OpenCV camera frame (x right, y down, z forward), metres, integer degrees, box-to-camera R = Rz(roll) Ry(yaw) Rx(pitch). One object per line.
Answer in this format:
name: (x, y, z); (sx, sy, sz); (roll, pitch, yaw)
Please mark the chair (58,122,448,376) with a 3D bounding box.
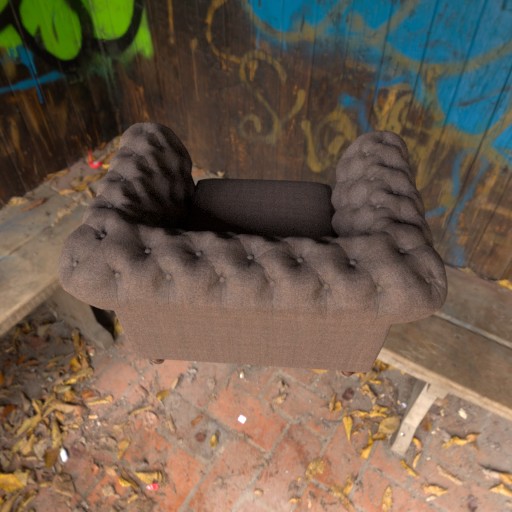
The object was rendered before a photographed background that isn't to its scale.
chair: (0.000, 0.000, 1.892); (1.298, 0.780, 0.945); (3, 46, 3)
